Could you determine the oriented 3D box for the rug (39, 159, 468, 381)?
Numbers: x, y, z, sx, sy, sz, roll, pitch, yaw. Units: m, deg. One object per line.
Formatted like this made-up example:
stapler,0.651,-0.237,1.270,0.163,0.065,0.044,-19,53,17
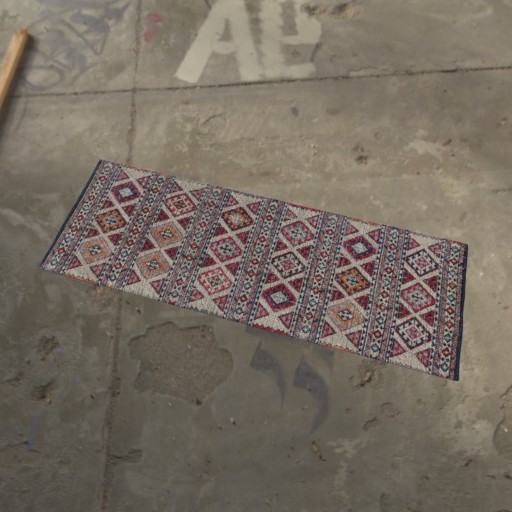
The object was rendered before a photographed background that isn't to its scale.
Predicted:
rug,0.000,0.000,2.569,2.362,0.008,0.832,14,63,7
